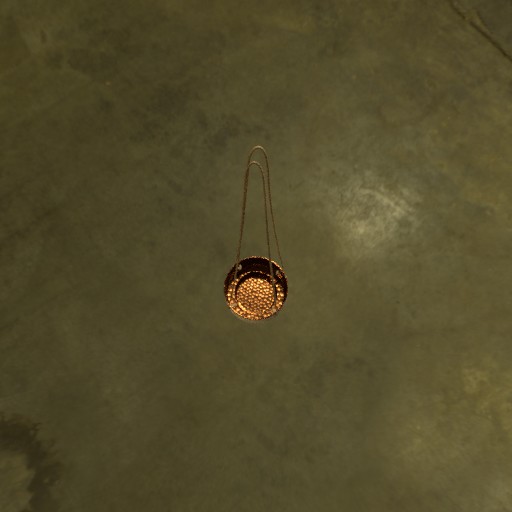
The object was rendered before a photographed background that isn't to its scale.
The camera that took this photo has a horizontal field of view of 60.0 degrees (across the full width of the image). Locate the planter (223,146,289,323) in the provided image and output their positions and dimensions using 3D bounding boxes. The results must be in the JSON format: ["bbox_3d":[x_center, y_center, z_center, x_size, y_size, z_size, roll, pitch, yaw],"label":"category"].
[{"bbox_3d":[0.000,0.000,1.137,0.223,1.030,0.223,8,74,2],"label":"planter"}]
